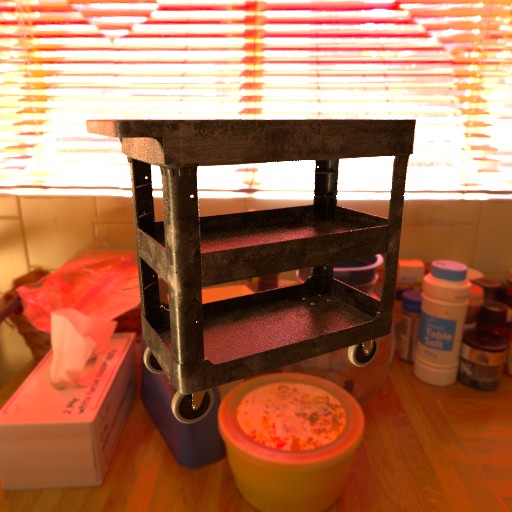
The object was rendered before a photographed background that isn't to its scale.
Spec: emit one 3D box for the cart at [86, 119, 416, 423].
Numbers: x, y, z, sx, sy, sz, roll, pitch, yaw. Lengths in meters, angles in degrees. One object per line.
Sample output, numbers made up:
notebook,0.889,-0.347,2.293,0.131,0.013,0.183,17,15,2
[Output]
cart,0.000,0.000,1.397,0.877,0.824,0.420,-9,19,-27
